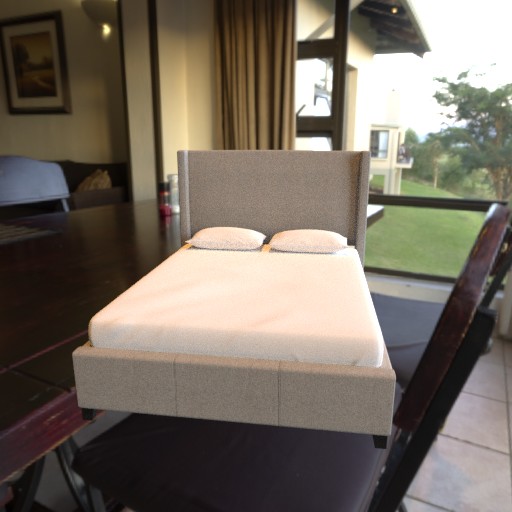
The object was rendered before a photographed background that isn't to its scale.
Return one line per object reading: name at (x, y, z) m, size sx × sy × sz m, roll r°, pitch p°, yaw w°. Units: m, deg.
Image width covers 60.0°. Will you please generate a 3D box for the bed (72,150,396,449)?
bed at (0.000, 0.000, 3.325) m, size 1.774 × 1.491 × 2.222 m, roll 2°, pitch 15°, yaw 8°
